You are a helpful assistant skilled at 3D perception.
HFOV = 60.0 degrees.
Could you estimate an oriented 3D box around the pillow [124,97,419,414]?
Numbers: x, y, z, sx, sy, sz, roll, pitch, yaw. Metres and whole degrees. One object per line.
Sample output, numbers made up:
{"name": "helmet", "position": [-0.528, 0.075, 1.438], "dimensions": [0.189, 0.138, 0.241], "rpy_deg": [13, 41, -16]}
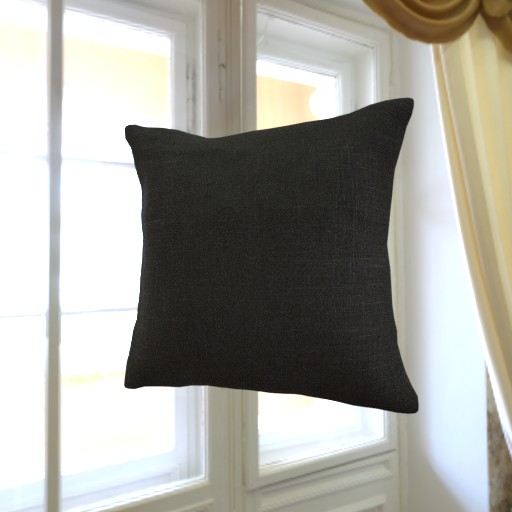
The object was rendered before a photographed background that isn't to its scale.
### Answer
{"name": "pillow", "position": [0.000, 0.000, 0.681], "dimensions": [0.468, 0.444, 0.138], "rpy_deg": [0, -1, 17]}
